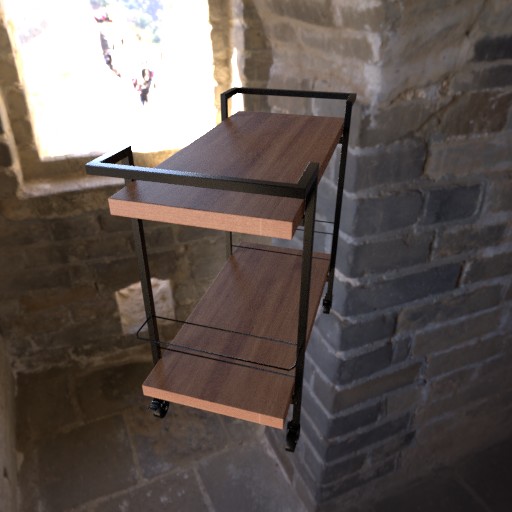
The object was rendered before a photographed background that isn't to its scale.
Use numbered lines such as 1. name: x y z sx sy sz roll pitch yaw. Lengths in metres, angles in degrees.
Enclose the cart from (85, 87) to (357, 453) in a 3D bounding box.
1. cart: 0.000 0.000 1.259 0.406 0.762 0.806 9 32 14
